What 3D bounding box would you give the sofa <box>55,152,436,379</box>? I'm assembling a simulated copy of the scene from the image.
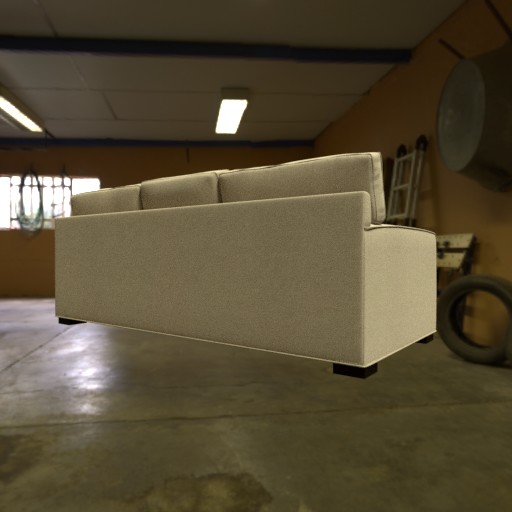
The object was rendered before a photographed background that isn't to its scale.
[{"bbox_3d":[0.000,0.000,2.781,2.087,0.861,1.496,0,1,37],"label":"sofa"}]
